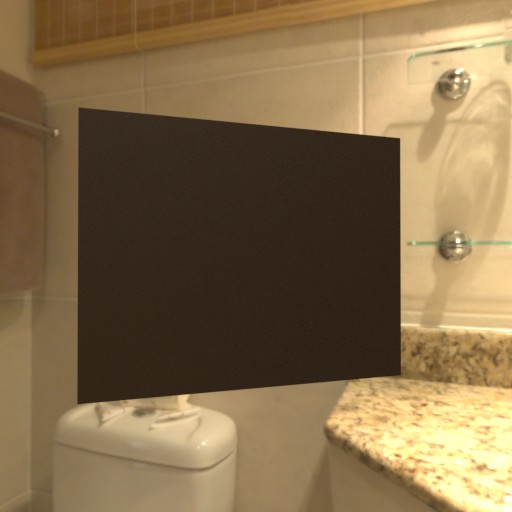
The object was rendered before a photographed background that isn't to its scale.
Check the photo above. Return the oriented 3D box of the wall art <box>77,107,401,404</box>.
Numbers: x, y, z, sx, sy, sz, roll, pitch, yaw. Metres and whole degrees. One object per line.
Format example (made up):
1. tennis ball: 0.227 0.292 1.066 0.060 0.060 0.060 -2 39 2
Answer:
1. wall art: 0.000 0.000 1.617 1.207 0.952 0.034 0 -1 -17
